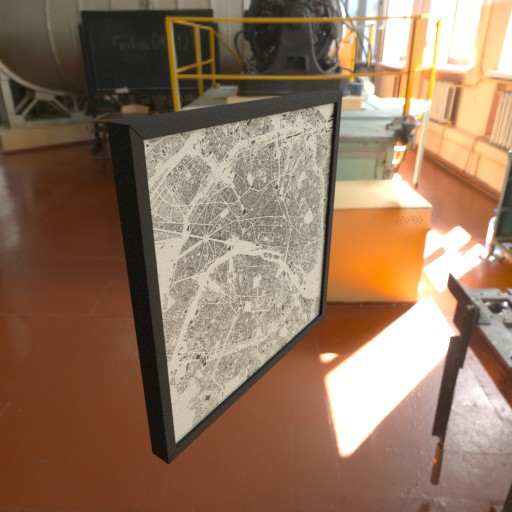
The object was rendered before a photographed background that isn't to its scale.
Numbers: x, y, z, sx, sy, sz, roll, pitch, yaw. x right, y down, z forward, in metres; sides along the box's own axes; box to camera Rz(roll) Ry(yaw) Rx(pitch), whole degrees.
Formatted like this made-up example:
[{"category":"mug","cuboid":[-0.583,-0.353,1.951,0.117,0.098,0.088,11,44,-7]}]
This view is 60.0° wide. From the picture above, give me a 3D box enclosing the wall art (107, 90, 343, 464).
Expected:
[{"category":"wall art","cuboid":[0.000,0.000,0.770,0.037,0.508,0.508,17,30,32]}]
